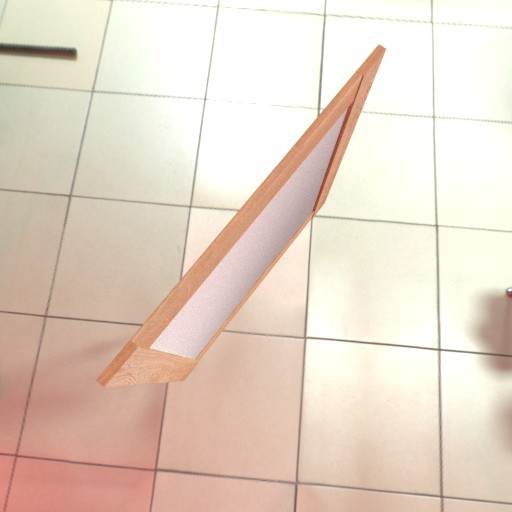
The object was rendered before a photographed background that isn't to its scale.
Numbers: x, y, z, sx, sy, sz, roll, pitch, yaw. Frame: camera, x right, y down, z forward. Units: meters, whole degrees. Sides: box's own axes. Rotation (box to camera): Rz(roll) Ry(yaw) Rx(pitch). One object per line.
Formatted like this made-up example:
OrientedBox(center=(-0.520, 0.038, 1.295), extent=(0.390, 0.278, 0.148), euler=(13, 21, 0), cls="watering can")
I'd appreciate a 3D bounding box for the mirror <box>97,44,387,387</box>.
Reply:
OrientedBox(center=(0.000, 0.000, 1.166), extent=(0.020, 0.800, 0.800), euler=(37, 78, 9), cls="mirror")
